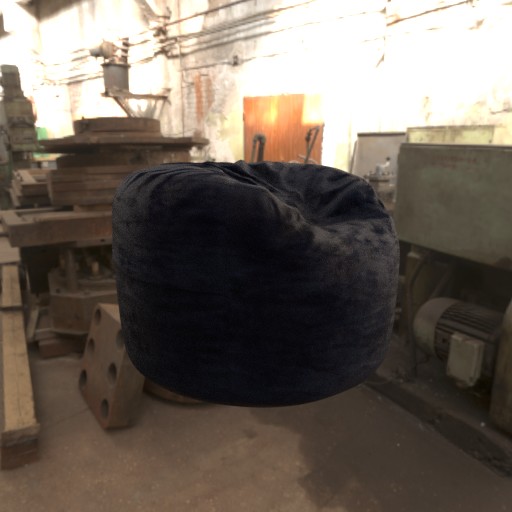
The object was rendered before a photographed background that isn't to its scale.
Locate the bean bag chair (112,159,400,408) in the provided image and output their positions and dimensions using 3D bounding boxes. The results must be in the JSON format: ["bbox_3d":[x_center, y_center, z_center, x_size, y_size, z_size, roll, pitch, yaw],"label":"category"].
[{"bbox_3d":[0.000,0.000,1.484,0.918,0.616,0.918,0,14,0],"label":"bean bag chair"}]
